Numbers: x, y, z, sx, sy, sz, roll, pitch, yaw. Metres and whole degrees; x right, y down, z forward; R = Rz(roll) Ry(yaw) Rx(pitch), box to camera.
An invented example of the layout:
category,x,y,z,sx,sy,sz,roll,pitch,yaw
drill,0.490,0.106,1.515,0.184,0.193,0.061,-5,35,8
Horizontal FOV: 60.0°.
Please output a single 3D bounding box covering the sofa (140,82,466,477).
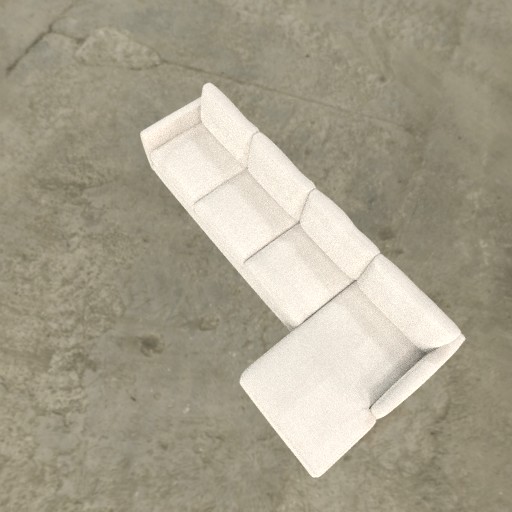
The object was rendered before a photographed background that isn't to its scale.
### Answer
category,x,y,z,sx,sy,sz,roll,pitch,yaw
sofa,0.000,0.000,2.882,1.126,0.677,2.445,-36,70,-15
